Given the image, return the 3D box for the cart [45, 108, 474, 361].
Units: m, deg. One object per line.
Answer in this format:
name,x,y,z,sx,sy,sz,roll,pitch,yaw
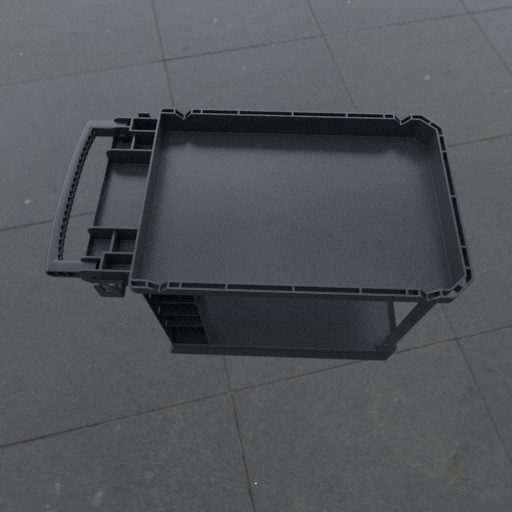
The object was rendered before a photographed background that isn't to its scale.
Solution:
cart,0.000,0.000,1.762,1.239,0.884,0.674,2,63,1
